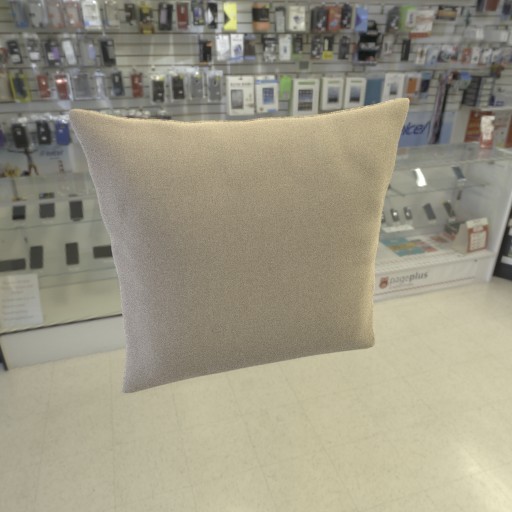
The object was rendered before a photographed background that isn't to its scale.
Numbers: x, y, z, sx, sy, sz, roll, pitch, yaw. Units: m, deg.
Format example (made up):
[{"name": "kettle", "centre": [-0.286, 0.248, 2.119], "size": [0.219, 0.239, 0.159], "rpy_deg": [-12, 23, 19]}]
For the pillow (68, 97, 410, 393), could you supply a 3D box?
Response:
[{"name": "pillow", "centre": [0.000, 0.000, 0.771], "size": [0.523, 0.510, 0.166], "rpy_deg": [-7, 27, -13]}]
